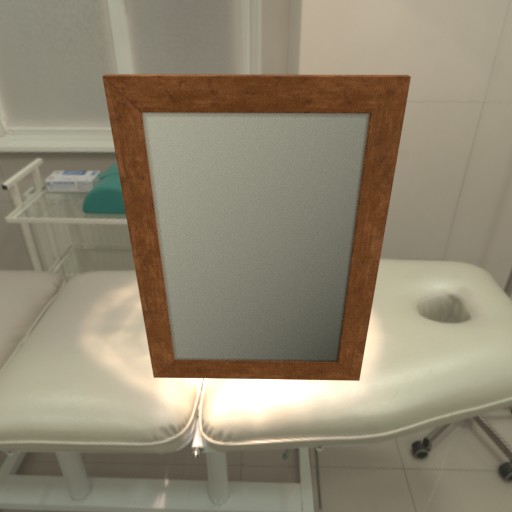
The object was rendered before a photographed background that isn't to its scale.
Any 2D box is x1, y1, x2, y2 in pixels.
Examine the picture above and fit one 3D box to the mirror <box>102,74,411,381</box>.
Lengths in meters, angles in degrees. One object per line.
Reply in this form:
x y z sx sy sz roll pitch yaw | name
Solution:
0.000 0.000 1.436 0.796 1.099 0.028 1 31 1 | mirror
